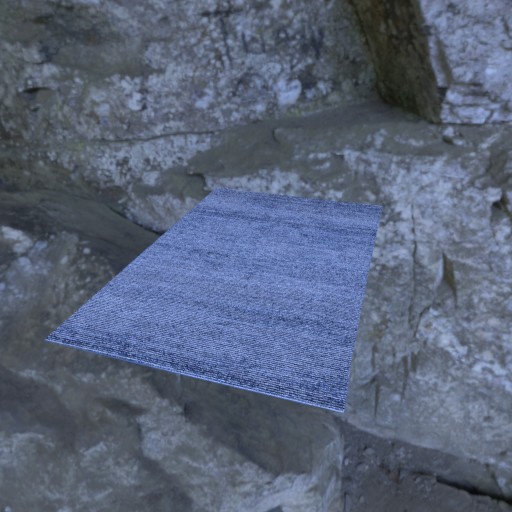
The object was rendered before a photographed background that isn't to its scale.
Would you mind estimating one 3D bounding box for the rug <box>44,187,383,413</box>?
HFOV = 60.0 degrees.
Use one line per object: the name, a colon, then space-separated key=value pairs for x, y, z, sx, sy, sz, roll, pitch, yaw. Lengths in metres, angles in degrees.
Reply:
rug: x=0.000 y=0.000 z=2.246 sx=1.135 sy=0.010 sz=1.740 roll=9 pitch=30 yaw=16
